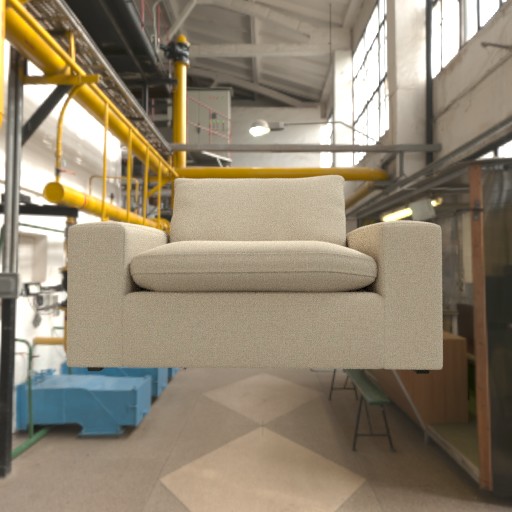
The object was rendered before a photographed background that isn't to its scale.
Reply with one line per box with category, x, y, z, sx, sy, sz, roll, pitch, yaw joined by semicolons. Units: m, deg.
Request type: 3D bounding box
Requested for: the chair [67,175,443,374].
chair;0.000;0.000;2.093;1.398;0.915;1.039;0;-1;2
